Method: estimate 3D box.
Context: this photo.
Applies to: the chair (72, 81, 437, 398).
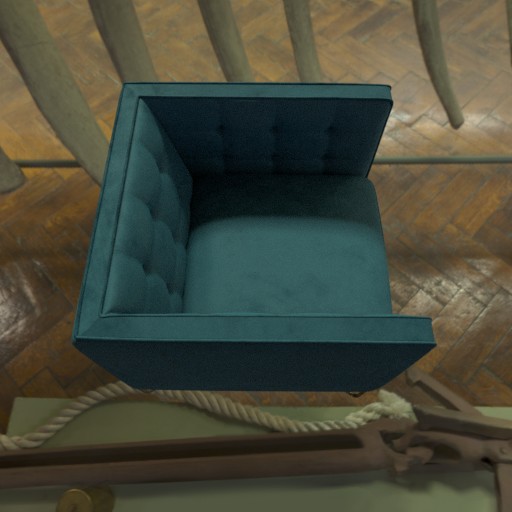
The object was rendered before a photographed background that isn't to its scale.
[{"bbox_3d":[0.000,0.000,1.564,0.894,0.790,0.880,0,63,0],"label":"chair"}]
